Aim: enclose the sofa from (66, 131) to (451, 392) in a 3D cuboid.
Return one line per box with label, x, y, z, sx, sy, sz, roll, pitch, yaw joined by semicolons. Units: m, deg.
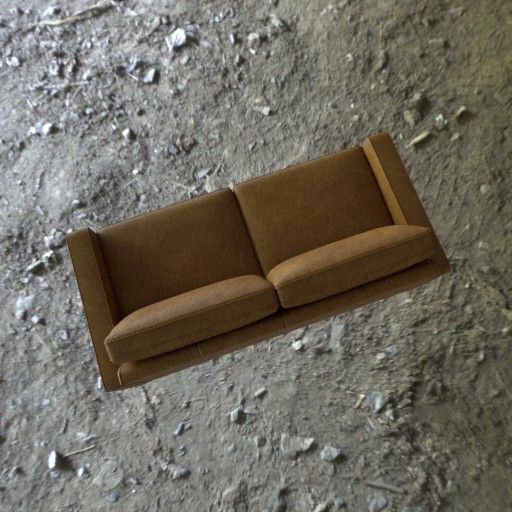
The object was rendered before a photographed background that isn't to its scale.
sofa;0.000;0.000;2.757;2.156;0.928;0.991;-19;77;-4
